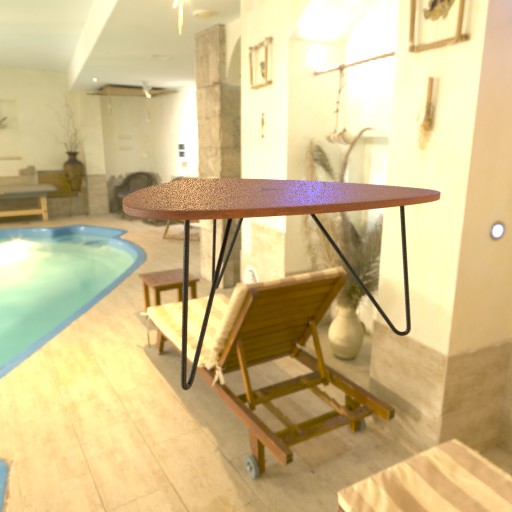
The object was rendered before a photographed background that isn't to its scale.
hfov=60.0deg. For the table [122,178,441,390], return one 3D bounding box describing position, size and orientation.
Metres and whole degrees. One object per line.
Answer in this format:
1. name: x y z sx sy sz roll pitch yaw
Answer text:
1. table: 0.000 0.000 1.339 0.833 0.413 0.821 -7 16 -26
